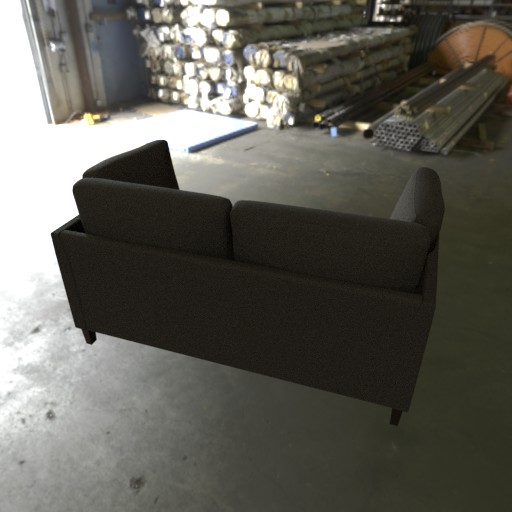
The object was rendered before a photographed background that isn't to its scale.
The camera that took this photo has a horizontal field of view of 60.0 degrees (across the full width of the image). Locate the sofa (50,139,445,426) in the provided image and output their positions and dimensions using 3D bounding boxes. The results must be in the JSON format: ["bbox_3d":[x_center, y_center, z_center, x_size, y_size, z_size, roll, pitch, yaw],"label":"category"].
[{"bbox_3d":[0.000,0.000,2.331,1.751,0.920,0.969,10,32,16],"label":"sofa"}]
